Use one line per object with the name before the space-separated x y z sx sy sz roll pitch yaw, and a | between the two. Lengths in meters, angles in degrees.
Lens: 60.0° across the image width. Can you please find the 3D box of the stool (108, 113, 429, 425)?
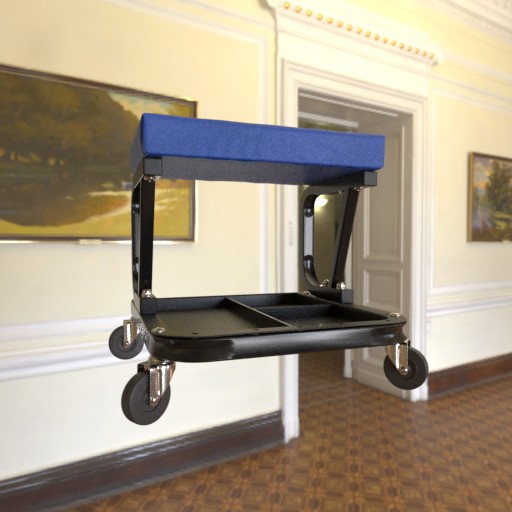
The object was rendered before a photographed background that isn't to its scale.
stool | 0.000 0.000 0.711 0.446 0.380 0.371 -1 2 -19
